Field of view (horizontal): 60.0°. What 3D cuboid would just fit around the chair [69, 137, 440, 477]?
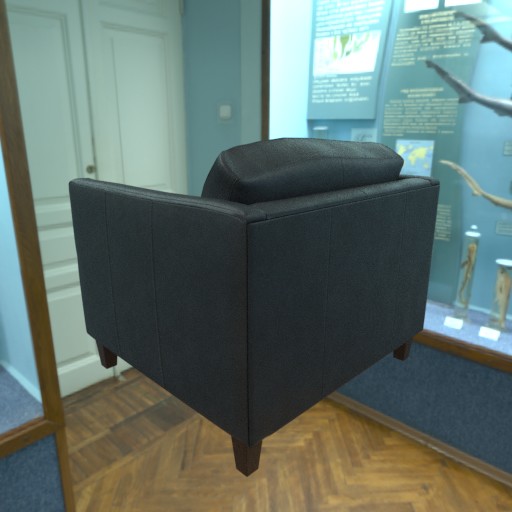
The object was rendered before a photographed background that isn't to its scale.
[{"bbox_3d":[0.000,0.000,1.548,0.862,0.811,0.939,15,22,43],"label":"chair"}]
